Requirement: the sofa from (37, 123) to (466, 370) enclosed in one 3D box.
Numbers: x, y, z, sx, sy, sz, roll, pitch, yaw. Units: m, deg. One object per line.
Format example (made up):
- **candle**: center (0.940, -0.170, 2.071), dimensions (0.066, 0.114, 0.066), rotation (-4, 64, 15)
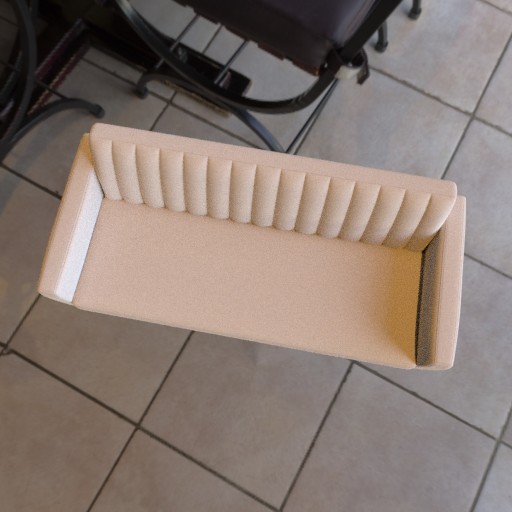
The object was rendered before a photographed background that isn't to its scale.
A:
- **sofa**: center (0.000, 0.000, 2.650), dimensions (2.291, 0.821, 0.990), rotation (10, 76, 2)
